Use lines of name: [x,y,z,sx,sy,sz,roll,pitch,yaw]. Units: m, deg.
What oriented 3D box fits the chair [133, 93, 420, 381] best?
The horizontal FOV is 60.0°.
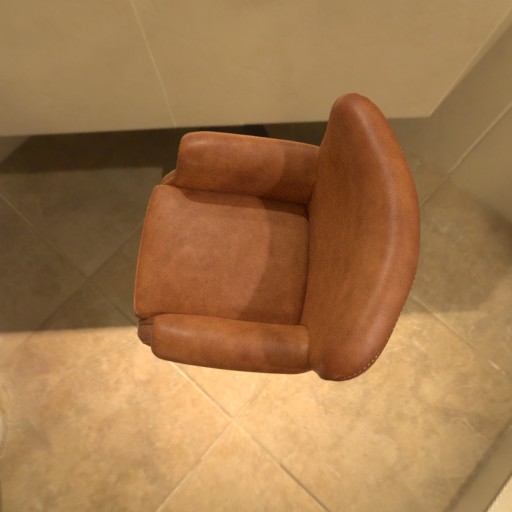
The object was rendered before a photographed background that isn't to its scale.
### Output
chair: [0.000,0.000,1.663,0.921,0.936,0.861,5,75,1]
